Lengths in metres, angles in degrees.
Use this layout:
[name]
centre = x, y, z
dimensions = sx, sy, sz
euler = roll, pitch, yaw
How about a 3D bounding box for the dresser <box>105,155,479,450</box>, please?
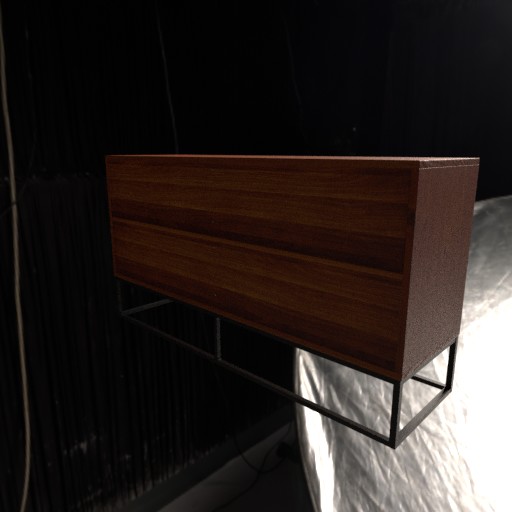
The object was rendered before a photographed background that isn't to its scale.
[dresser]
centre = 0.000, 0.000, 1.849
dimensions = 1.536, 0.810, 0.464
euler = 12, 18, 42
